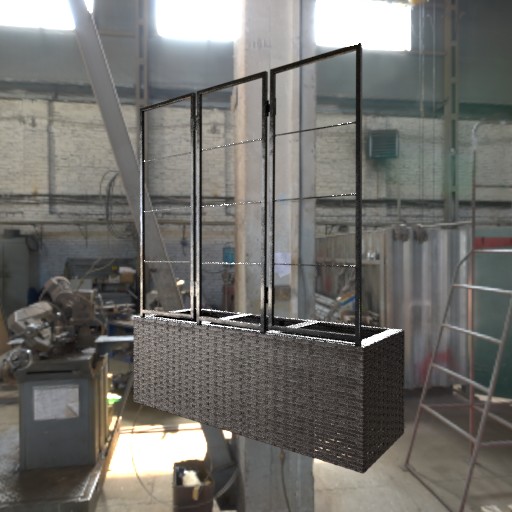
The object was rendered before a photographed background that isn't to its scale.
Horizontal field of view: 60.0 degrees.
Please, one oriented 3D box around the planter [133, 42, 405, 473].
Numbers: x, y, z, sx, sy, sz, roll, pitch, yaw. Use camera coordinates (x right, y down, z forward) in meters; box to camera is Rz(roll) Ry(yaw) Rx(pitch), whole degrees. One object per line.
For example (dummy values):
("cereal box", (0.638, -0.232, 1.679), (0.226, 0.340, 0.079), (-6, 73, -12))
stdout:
("planter", (0.000, 0.000, 1.157), (0.699, 0.841, 0.244), (0, 0, 37))
